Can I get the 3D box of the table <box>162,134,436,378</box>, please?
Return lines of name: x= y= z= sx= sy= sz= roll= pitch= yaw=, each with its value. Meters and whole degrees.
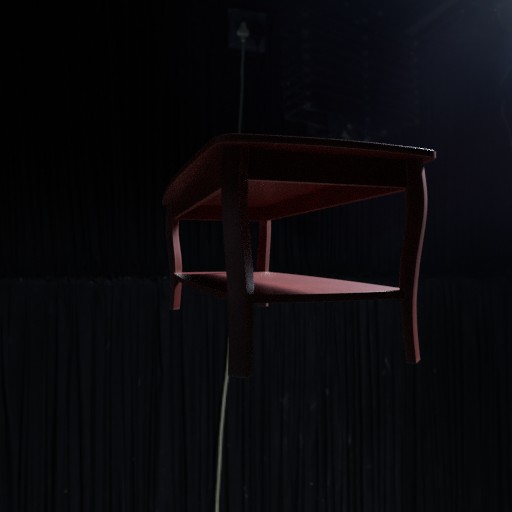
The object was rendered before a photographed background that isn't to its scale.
table: x=0.000 y=0.000 z=1.475 sx=0.561 sy=0.473 sz=1.216 roll=0 pitch=0 yaw=-17
